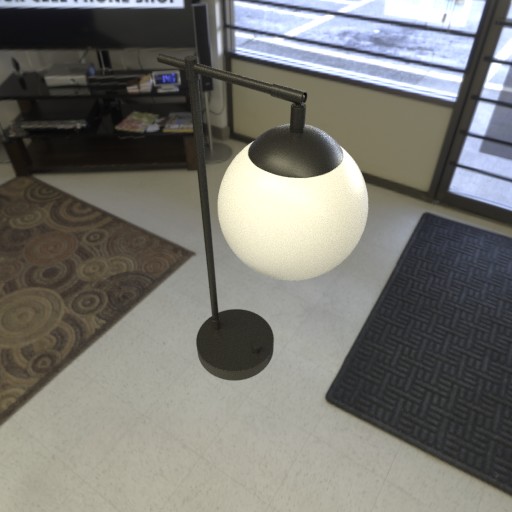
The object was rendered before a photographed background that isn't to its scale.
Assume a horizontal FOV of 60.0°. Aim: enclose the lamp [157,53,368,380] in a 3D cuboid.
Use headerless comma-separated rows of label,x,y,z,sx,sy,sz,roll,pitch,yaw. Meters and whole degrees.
lamp,0.000,0.000,0.696,0.316,0.559,0.197,26,48,26
